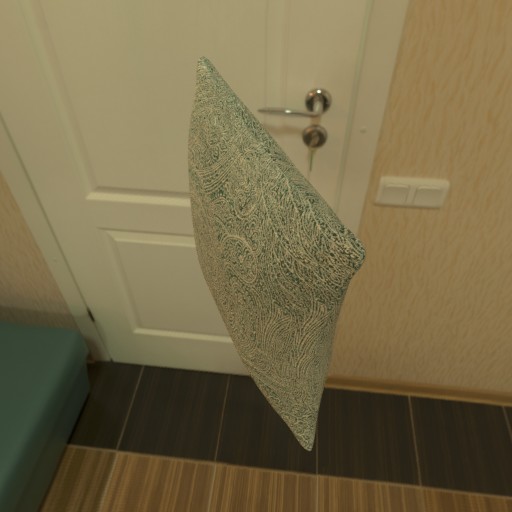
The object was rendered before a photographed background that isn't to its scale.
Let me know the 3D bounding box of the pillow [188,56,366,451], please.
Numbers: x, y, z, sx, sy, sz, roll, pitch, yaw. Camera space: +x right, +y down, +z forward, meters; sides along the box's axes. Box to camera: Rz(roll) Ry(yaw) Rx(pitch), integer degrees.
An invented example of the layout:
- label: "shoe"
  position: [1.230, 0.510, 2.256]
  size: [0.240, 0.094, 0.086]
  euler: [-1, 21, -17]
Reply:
- label: "pillow"
  position: [0.000, 0.000, 0.783]
  size: [0.166, 0.507, 0.526]
  euler: [-17, 48, -16]
